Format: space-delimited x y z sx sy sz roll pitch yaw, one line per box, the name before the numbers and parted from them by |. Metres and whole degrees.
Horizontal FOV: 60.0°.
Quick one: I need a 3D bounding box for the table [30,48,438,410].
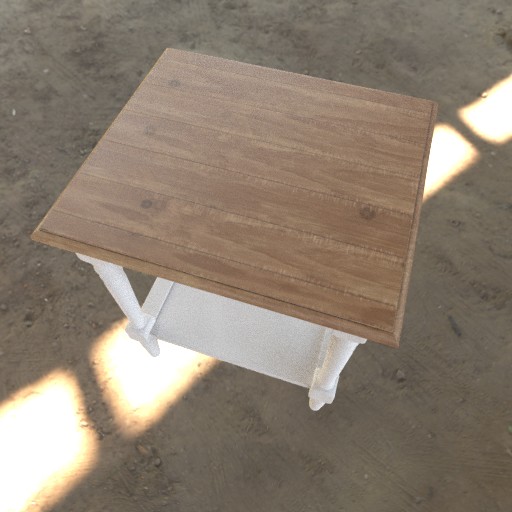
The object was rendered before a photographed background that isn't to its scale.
table | 0.000 0.000 0.913 0.508 0.561 0.457 15 59 10
